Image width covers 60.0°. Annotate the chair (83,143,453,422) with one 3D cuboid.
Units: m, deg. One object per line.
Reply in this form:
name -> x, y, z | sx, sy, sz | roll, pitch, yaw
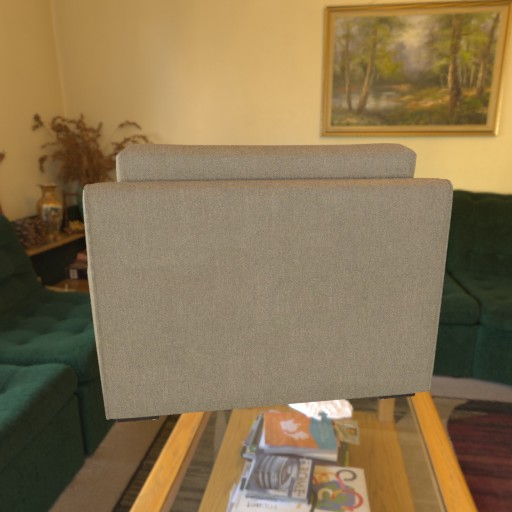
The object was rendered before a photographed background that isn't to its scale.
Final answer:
chair -> 0.000, 0.000, 1.964 | 1.270, 0.974, 1.043 | -2, 15, -8
